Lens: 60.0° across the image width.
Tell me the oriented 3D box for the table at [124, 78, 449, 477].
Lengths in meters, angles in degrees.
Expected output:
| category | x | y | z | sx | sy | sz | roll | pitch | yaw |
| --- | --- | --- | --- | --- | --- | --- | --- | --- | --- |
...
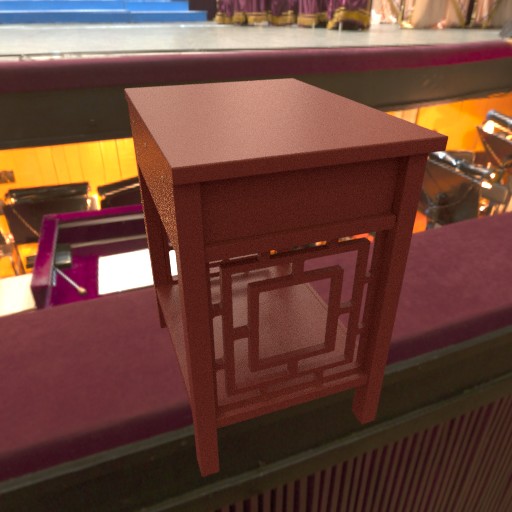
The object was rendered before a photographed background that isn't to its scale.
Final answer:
| category | x | y | z | sx | sy | sz | roll | pitch | yaw |
| --- | --- | --- | --- | --- | --- | --- | --- | --- | --- |
| table | 0.000 | 0.000 | 1.055 | 0.451 | 0.686 | 0.599 | -11 | 32 | -17 |
